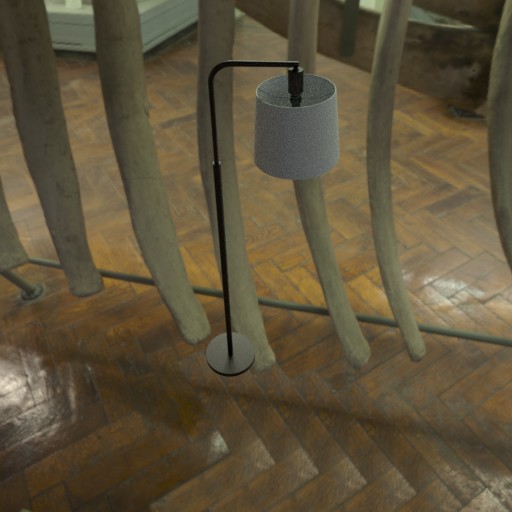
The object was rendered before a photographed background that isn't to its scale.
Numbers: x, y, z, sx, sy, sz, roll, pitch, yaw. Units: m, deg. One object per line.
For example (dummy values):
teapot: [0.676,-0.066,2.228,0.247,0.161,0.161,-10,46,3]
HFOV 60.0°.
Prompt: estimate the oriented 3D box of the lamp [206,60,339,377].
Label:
lamp: [0.000,0.000,1.689,0.508,1.478,0.254,10,46,9]
